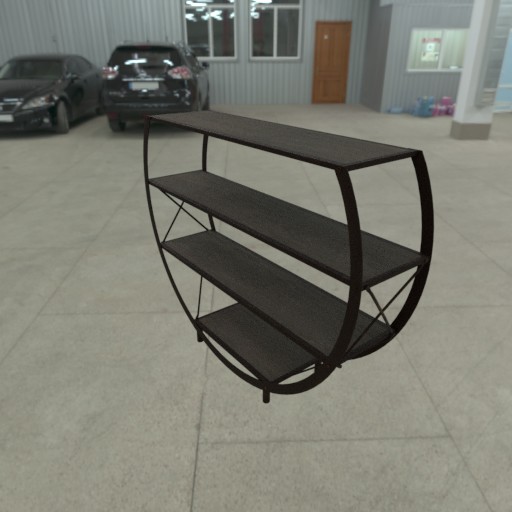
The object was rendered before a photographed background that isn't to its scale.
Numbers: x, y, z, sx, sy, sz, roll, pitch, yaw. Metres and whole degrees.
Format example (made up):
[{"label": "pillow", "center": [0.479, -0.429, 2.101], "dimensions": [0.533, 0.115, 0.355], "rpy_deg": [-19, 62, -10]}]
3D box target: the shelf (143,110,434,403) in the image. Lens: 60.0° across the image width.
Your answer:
[{"label": "shelf", "center": [0.000, 0.000, 1.911], "dimensions": [0.344, 1.063, 1.403], "rpy_deg": [-18, 31, -33]}]
